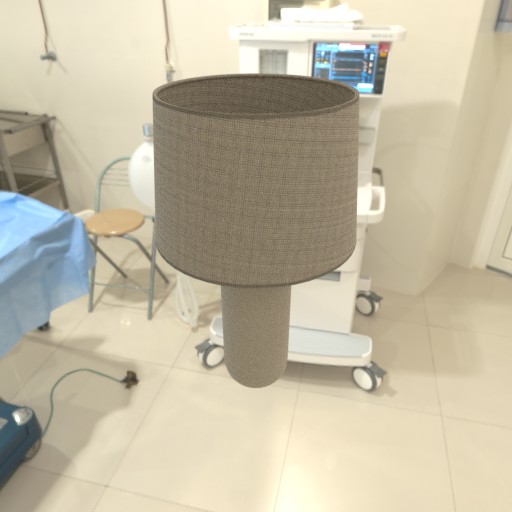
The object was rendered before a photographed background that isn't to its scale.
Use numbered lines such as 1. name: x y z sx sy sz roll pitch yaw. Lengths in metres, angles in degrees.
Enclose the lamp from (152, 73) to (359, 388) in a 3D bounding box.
1. lamp: 0.000 0.000 0.852 0.367 0.609 0.367 0 31 0
